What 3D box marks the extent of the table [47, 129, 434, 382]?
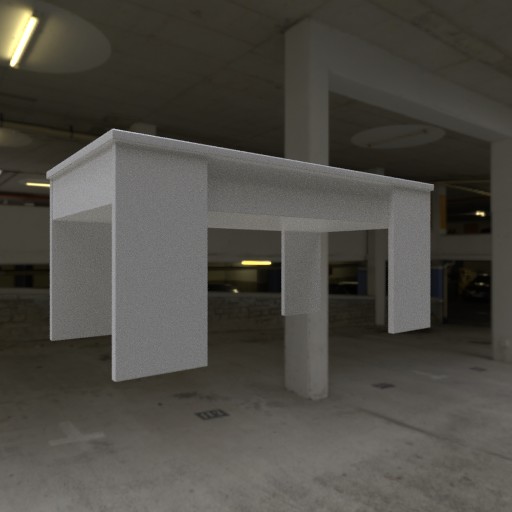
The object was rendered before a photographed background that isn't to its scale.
[{"bbox_3d":[0.000,0.000,1.265,1.000,0.440,0.500,0,0,-37],"label":"table"}]
